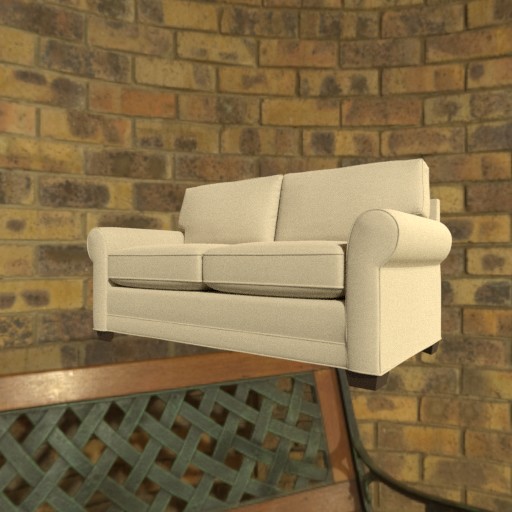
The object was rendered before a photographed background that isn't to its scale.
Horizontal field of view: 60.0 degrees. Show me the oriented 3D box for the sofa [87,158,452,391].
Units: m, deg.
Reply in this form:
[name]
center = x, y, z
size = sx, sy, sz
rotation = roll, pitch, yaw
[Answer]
[sofa]
center = 0.000, 0.000, 2.306
size = 1.774, 0.933, 0.861
rotation = 0, 0, 36
